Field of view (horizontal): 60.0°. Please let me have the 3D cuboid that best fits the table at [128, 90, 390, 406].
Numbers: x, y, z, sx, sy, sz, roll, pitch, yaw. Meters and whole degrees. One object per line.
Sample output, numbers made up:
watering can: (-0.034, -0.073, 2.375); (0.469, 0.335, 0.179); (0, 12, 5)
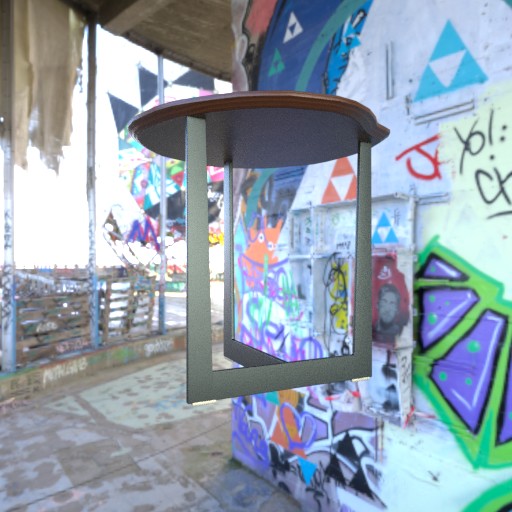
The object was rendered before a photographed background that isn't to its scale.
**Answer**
table: (0.000, 0.000, 0.873); (0.477, 0.476, 0.494); (0, -1, -36)
